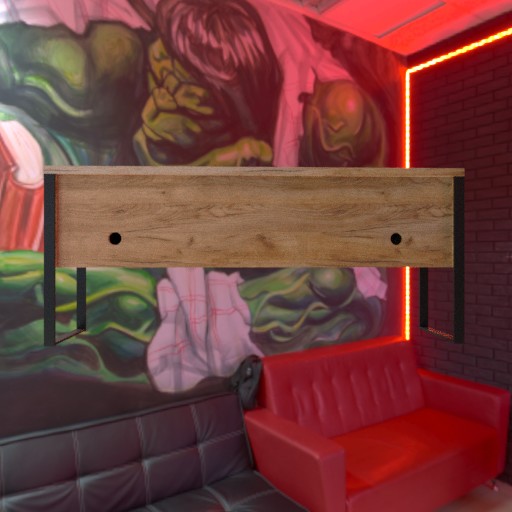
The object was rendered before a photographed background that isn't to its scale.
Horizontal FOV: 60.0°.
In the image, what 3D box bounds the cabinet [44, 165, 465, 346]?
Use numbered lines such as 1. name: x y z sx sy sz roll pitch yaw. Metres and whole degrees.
1. cabinet: 0.000 0.000 2.093 1.800 0.762 0.395 0 0 -2
